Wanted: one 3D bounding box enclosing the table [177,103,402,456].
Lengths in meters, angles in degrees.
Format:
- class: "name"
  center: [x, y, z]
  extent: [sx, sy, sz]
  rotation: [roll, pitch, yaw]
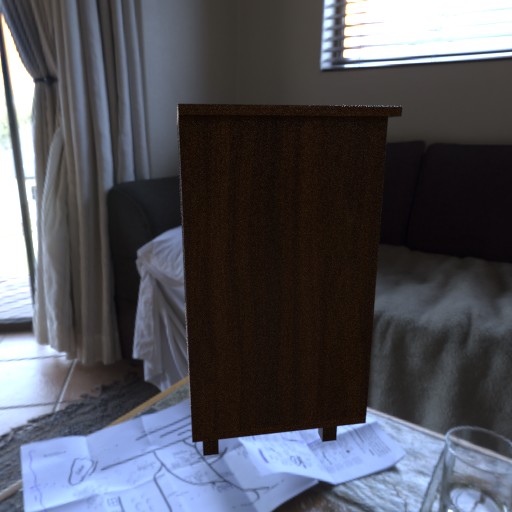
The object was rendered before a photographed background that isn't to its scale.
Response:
- class: "table"
  center: [0.000, 0.000, 1.205]
  extent: [0.390, 0.725, 0.802]
  rotation: [-3, 15, -10]
